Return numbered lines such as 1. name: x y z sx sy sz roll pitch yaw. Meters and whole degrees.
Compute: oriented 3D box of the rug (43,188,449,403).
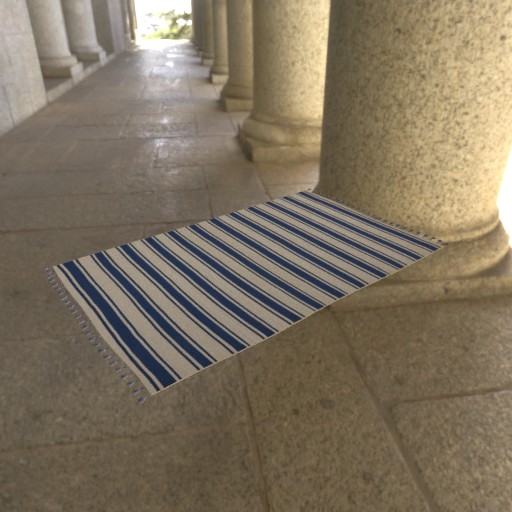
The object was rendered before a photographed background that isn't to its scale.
1. rug: 0.000 0.000 2.625 2.108 0.009 1.248 -21 35 -33
